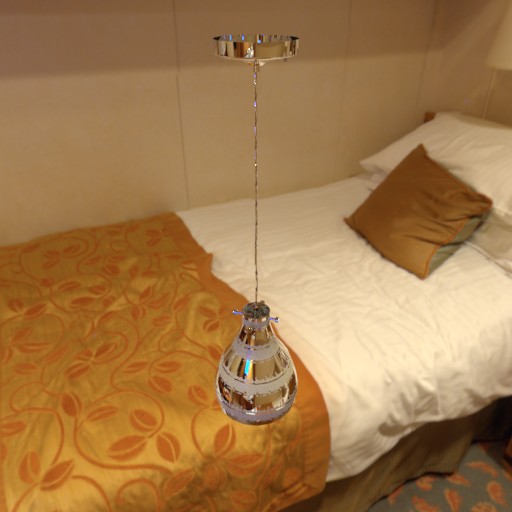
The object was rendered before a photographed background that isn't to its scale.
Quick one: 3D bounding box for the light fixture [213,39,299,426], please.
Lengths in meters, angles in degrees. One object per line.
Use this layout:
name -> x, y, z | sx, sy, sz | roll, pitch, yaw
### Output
light fixture -> 0.000, 0.000, 1.647 | 0.374, 1.457, 0.374 | 9, 32, 14
